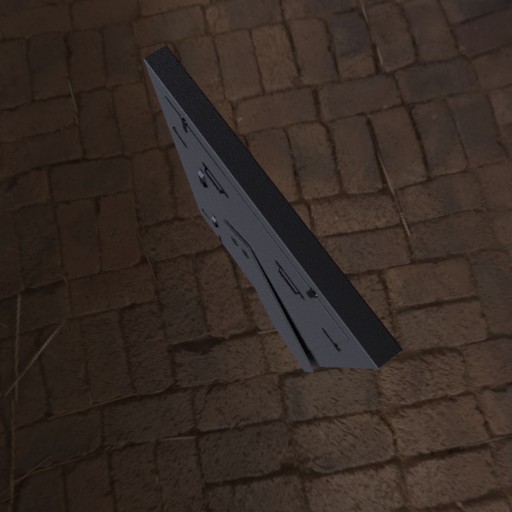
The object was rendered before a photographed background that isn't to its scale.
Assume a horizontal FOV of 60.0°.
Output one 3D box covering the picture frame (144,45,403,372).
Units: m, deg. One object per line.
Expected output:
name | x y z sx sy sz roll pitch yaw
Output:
picture frame | 0.000 0.000 0.524 0.036 0.383 0.307 -35 79 -8
